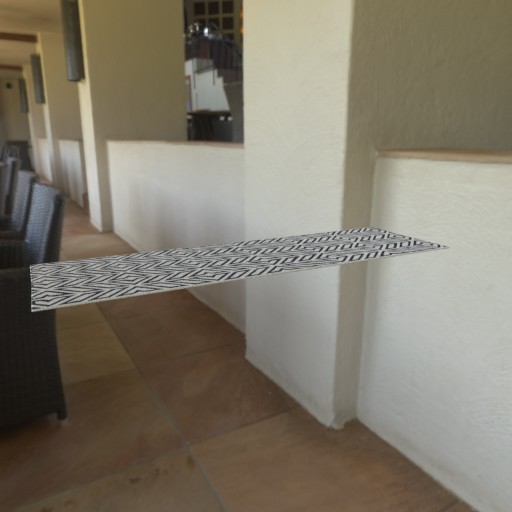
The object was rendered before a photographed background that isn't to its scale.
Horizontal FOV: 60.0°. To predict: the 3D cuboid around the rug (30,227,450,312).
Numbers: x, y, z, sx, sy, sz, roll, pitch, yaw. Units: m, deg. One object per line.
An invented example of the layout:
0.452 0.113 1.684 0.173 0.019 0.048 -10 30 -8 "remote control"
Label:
0.000 0.000 2.669 2.435 0.009 0.750 -7 17 -26 "rug"
